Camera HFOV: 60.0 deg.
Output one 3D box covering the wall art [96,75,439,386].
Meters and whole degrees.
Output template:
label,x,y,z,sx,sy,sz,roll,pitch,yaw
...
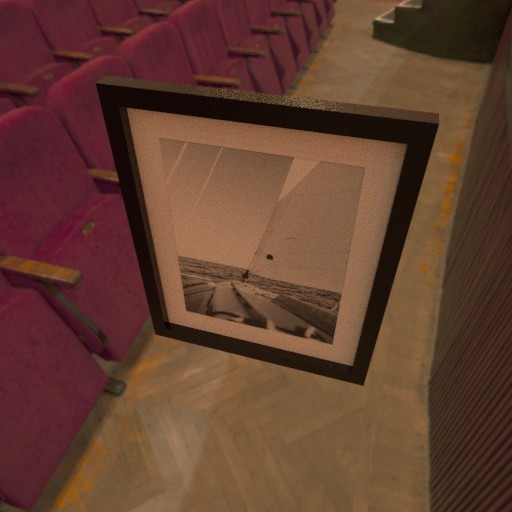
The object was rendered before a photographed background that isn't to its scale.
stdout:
label,x,y,z,sx,sy,sz,roll,pitch,yaw
wall art,0.000,0.000,0.769,0.461,0.558,0.031,11,43,12
